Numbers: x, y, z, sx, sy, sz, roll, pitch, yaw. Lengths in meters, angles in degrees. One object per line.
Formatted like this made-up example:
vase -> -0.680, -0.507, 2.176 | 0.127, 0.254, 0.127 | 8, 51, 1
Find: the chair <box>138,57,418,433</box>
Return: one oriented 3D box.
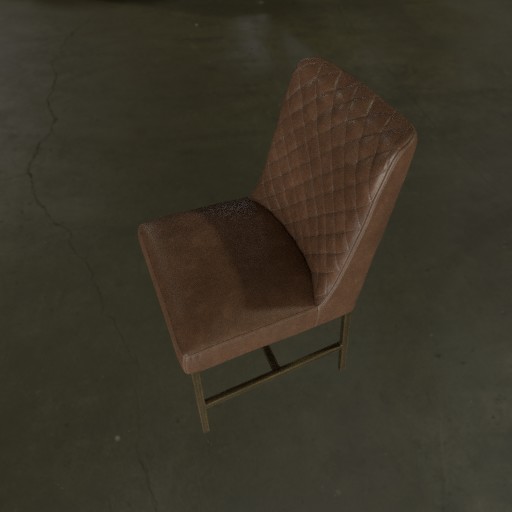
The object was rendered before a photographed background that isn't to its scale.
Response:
chair -> 0.000, 0.000, 1.260 | 0.587, 0.889, 0.508 | -16, 48, -15
